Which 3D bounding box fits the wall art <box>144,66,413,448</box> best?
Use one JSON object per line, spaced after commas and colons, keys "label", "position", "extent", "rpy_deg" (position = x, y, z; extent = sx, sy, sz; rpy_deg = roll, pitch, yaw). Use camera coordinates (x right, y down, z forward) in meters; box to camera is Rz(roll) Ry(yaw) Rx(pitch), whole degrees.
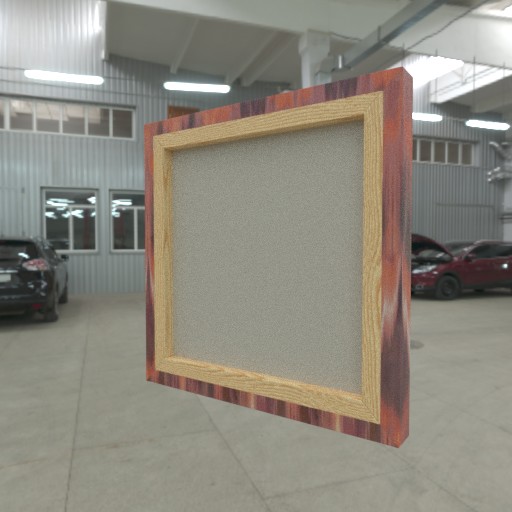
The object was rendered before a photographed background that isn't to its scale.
{"label": "wall art", "position": [0.000, 0.000, 0.601], "extent": [0.403, 0.406, 0.038], "rpy_deg": [1, 2, 35]}
